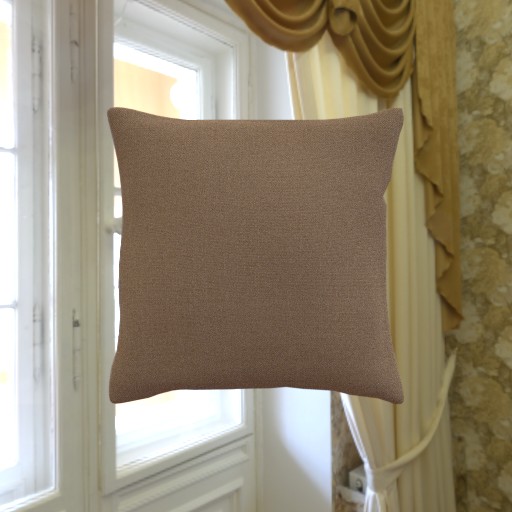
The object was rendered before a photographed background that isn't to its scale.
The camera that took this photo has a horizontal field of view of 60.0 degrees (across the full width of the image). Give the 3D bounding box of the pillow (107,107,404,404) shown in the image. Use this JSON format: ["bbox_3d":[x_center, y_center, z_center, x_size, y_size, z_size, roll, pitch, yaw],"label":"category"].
[{"bbox_3d":[0.000,0.000,0.725,0.478,0.479,0.158,0,0,-1],"label":"pillow"}]
